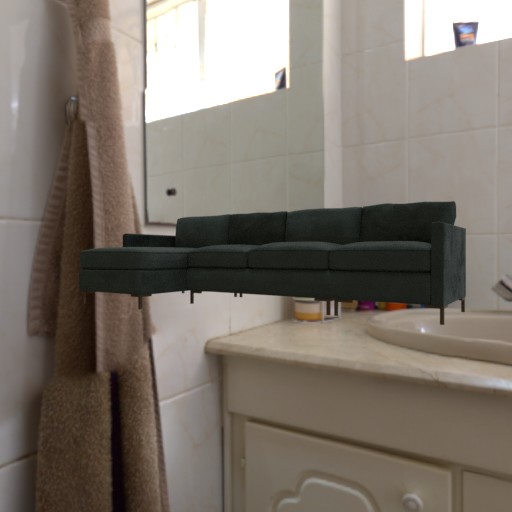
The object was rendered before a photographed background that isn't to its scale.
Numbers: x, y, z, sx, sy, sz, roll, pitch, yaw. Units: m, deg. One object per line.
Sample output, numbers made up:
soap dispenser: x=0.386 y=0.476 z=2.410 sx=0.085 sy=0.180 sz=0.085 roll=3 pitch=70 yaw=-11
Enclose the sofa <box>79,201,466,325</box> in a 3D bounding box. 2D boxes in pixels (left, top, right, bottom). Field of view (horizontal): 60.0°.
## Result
sofa: x=0.000 y=0.000 z=4.172 sx=3.400 sy=0.967 sz=1.500 roll=0 pitch=0 yaw=34
